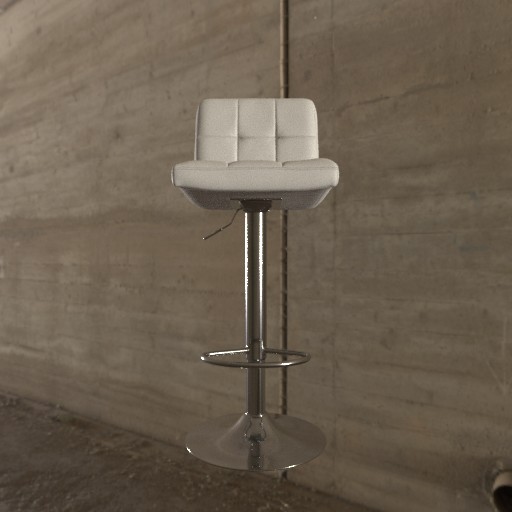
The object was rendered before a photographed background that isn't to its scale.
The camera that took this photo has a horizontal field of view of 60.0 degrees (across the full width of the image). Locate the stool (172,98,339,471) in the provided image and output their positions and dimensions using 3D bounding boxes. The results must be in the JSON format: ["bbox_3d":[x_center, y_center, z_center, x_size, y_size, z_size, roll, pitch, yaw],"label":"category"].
[{"bbox_3d":[0.000,0.000,1.348,0.430,1.115,0.505,0,0,1],"label":"stool"}]
